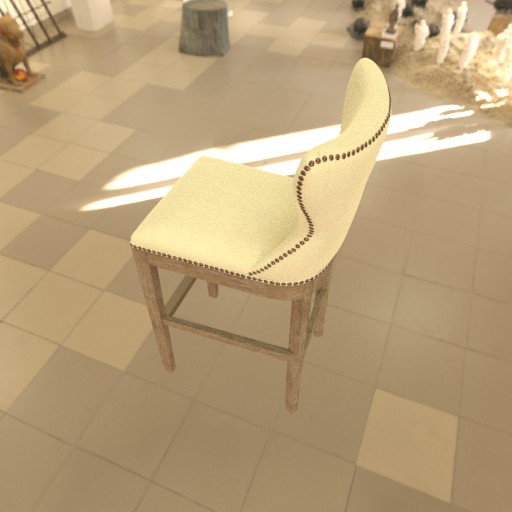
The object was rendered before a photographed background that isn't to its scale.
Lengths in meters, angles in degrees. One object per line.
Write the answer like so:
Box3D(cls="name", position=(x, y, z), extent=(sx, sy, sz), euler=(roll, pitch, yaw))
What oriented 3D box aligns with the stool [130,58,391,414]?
Box3D(cls="stool", position=(0.000, 0.000, 1.390), extent=(0.606, 1.123, 0.494), euler=(16, 49, 15))
